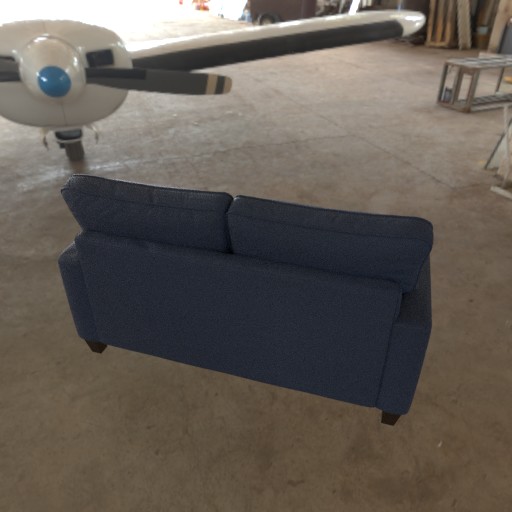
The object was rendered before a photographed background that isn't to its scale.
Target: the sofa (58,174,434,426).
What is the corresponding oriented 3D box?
[{"bbox_3d":[0.000,0.000,2.241,1.651,0.965,0.965,9,34,15],"label":"sofa"}]
